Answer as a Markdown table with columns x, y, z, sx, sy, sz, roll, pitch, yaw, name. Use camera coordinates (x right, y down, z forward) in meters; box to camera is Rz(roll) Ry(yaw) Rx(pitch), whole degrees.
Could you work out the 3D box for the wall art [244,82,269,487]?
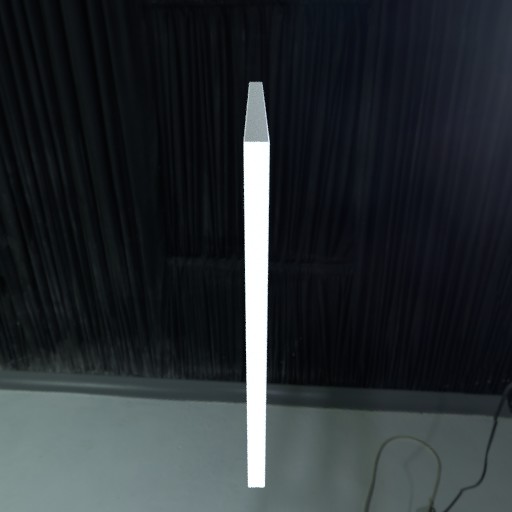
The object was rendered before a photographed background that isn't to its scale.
| x | y | z | sx | sy | sz | roll | pitch | yaw | name |
| --- | --- | --- | --- | --- | --- | --- | --- | --- | --- |
| 0.000 | 0.000 | 1.517 | 0.049 | 1.009 | 1.009 | 0 | 27 | 0 | wall art |
